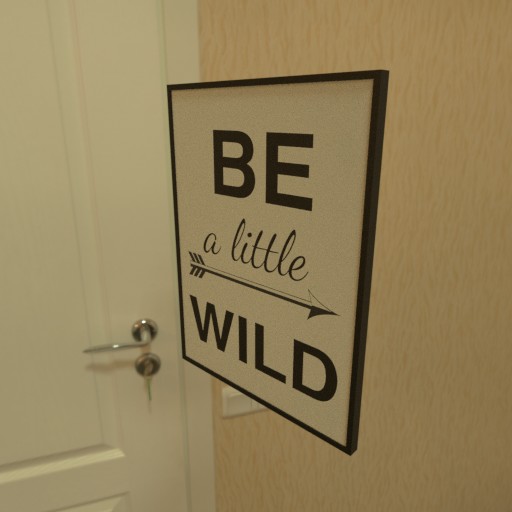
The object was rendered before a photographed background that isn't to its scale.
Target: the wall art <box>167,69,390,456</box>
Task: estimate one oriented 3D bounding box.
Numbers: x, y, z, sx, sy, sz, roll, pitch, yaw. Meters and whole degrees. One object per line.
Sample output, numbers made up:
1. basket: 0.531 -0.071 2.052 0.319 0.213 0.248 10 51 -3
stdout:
1. wall art: 0.000 0.000 1.429 0.806 1.062 0.038 16 24 41
